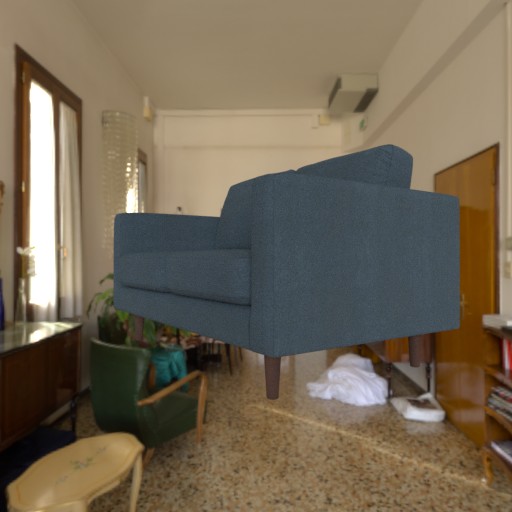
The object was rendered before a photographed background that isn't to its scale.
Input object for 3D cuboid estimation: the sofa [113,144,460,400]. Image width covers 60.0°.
[{"bbox_3d":[0.000,0.000,2.166,0.999,0.930,1.518,0,0,-34],"label":"sofa"}]
